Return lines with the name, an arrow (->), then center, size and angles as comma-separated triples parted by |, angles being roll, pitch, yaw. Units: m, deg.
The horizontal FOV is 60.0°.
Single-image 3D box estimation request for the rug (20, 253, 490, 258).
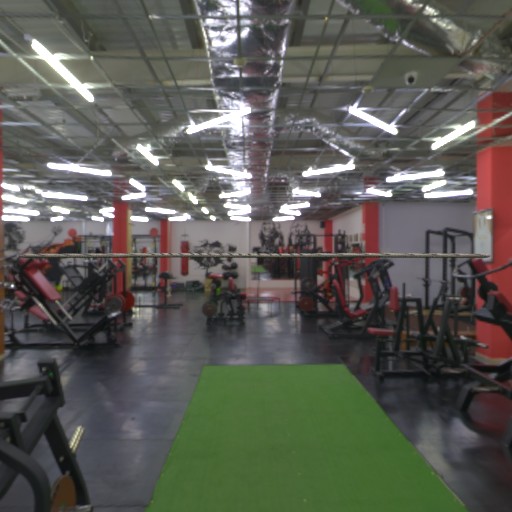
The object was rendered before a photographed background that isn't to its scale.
rug -> 0.000, 0.000, 2.338 | 1.842, 0.019, 1.237 | 0, 0, 2
